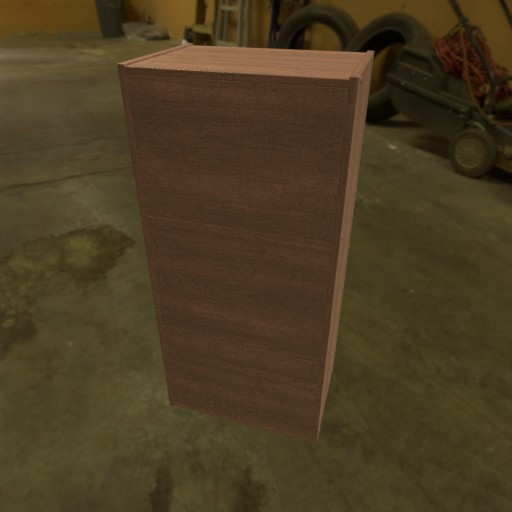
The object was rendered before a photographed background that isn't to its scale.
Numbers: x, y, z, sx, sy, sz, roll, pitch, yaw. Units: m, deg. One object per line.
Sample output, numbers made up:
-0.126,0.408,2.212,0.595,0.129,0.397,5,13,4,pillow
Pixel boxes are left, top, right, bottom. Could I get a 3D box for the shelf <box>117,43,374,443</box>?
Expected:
0.000,0.000,1.062,0.414,0.879,0.290,9,33,14,shelf
